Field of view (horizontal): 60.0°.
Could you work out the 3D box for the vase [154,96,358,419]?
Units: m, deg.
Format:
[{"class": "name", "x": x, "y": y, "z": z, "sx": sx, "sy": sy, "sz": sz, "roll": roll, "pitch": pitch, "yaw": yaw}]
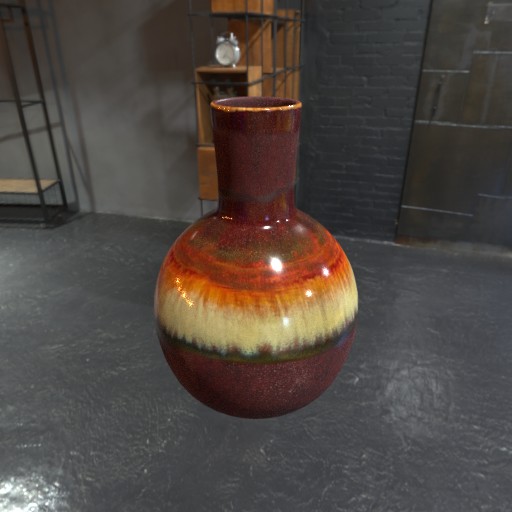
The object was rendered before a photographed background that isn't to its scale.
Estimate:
[{"class": "vase", "x": 0.000, "y": 0.000, "z": 0.233, "sx": 0.111, "sy": 0.154, "sz": 0.111, "roll": 0, "pitch": 26, "yaw": 0}]
